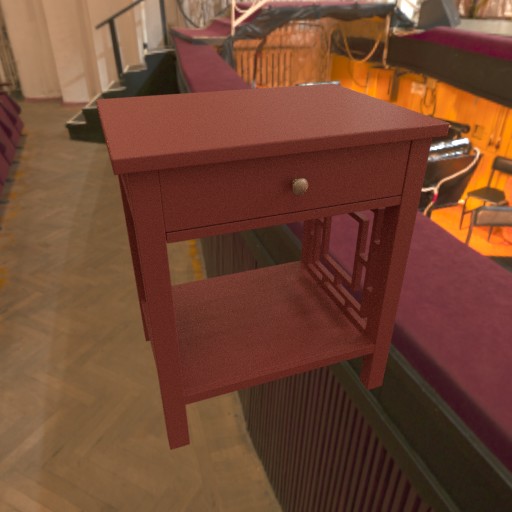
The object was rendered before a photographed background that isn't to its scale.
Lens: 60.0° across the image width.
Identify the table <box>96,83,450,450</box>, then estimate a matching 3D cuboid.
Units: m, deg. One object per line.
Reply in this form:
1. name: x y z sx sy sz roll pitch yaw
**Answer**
1. table: 0.000 0.000 1.074 0.599 0.686 0.451 -11 32 -17
